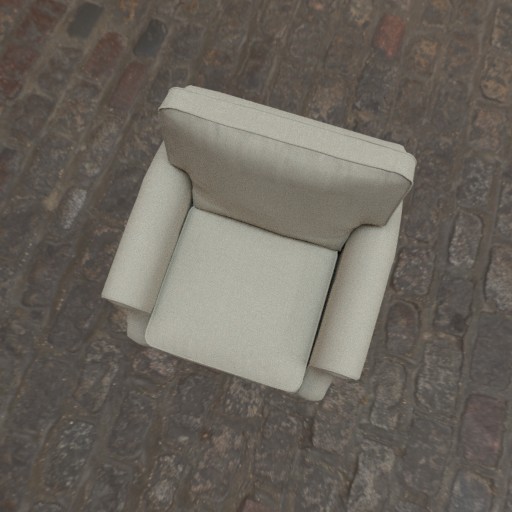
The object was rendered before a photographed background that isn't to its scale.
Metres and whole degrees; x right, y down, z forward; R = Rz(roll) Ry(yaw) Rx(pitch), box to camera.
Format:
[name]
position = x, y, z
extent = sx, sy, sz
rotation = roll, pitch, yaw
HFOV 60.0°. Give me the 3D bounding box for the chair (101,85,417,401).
[chair]
position = 0.000, 0.000, 1.796
extent = 1.029, 0.967, 0.966
rotation = 17, 77, 4
